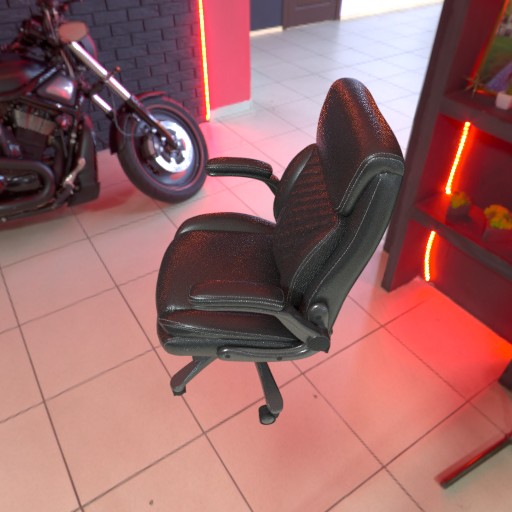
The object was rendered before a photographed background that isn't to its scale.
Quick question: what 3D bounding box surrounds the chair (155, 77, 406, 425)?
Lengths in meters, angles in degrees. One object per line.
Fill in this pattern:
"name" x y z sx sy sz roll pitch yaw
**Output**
"chair" 0.000 0.000 1.582 0.724 1.110 0.782 -1 41 -1
